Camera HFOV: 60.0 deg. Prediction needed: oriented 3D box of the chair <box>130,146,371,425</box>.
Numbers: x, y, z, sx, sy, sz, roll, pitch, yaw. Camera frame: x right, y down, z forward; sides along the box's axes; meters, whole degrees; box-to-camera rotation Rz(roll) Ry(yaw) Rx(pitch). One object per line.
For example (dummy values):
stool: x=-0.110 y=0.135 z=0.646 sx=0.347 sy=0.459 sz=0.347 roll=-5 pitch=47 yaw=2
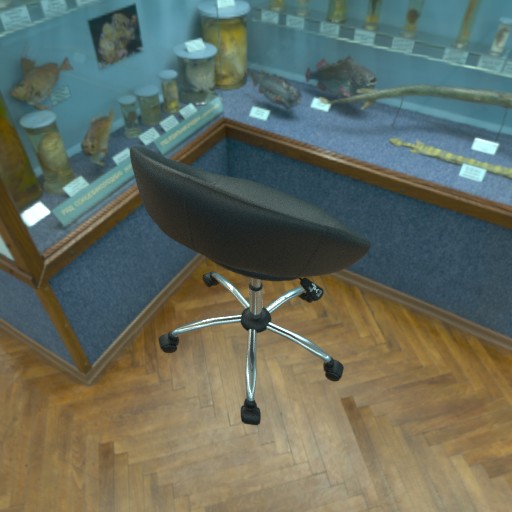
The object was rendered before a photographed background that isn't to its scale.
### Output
chair: x=0.000 y=0.000 z=1.202 sx=0.612 sy=0.791 sz=0.538 roll=25 pitch=51 yaw=23
